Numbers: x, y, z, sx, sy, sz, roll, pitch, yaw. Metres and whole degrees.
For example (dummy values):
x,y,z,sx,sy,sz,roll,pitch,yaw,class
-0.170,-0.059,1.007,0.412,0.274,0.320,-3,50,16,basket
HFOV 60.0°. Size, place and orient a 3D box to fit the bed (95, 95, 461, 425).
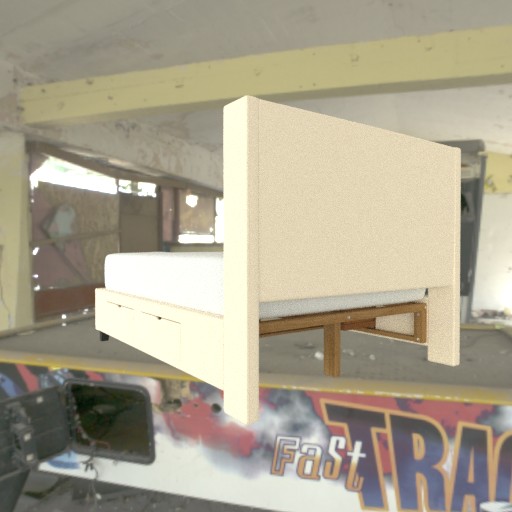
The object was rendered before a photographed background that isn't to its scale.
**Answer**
x,y,z,sx,sy,sz,roll,pitch,yaw,class
0.000,0.000,3.395,1.765,1.471,2.280,-1,1,-36,bed
